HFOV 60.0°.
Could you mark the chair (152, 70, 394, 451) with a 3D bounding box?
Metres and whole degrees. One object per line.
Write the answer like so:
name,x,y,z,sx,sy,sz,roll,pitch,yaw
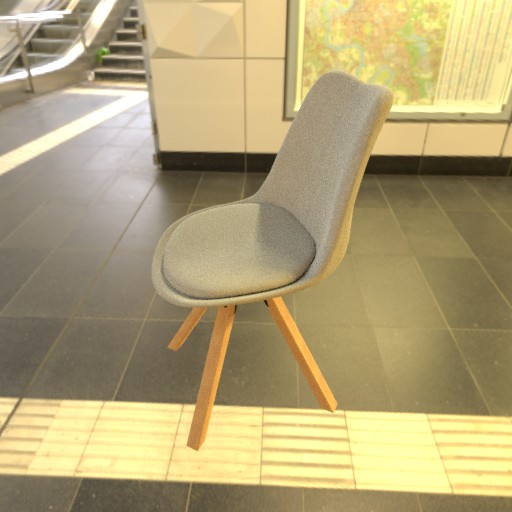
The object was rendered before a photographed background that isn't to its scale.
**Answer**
chair,0.000,0.000,1.177,0.549,0.863,0.474,-9,33,-14
